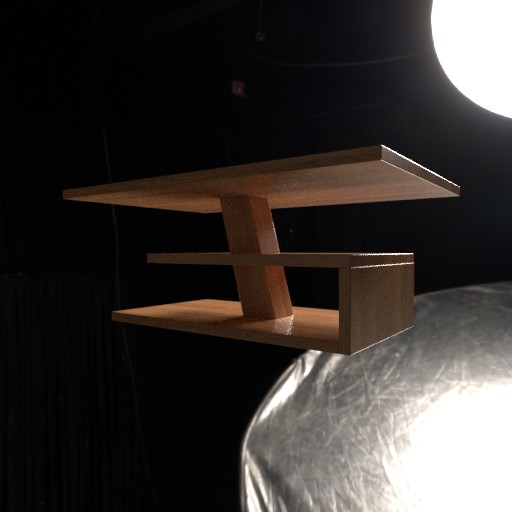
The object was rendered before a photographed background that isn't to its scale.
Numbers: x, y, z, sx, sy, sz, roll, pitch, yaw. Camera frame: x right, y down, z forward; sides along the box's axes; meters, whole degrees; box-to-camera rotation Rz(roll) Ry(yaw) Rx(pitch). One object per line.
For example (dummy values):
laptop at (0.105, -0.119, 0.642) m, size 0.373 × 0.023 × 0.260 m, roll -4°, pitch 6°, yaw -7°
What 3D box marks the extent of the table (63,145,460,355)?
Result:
table at (0.000, 0.000, 1.457) m, size 1.100 × 0.442 × 0.700 m, roll 1°, pitch 1°, yaw 36°
